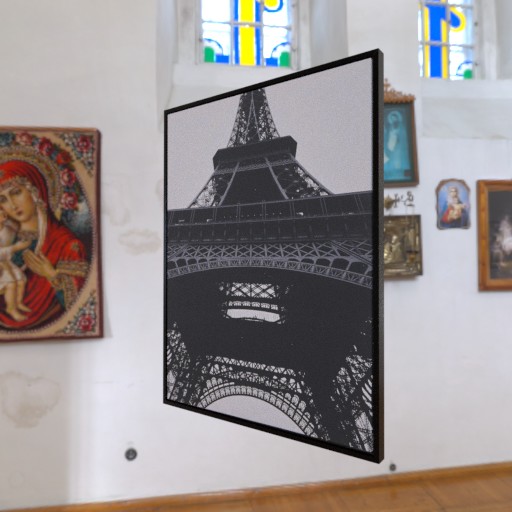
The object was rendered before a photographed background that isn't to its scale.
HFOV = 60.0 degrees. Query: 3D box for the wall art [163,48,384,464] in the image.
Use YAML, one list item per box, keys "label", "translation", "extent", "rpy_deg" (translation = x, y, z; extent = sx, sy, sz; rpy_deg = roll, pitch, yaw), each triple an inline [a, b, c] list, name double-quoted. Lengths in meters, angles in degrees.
- label: "wall art"
  translation: [0.000, 0.000, 1.384]
  extent: [0.805, 1.062, 0.040]
  rpy_deg: [0, -1, 36]
